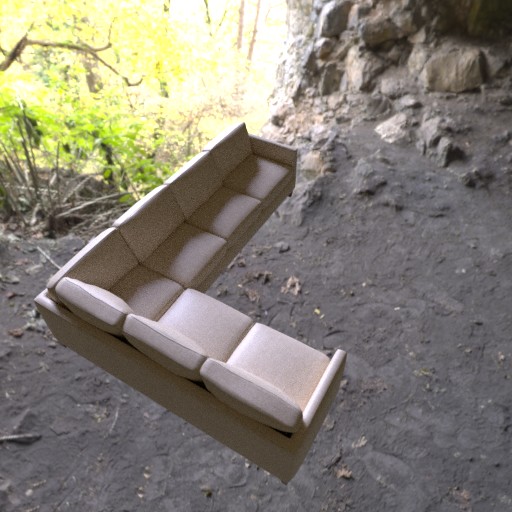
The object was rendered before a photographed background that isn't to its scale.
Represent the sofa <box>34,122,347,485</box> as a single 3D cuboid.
[{"bbox_3d":[0.000,0.000,4.502,2.593,0.947,3.302,23,51,20],"label":"sofa"}]
